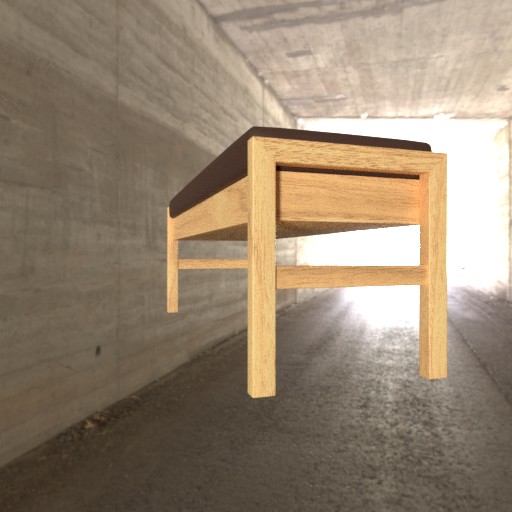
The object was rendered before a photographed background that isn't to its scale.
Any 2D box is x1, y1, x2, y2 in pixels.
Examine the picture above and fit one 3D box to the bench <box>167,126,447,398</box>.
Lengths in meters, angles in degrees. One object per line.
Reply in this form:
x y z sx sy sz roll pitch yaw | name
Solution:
0.000 0.000 1.383 0.405 0.480 1.200 0 0 -18 | bench
